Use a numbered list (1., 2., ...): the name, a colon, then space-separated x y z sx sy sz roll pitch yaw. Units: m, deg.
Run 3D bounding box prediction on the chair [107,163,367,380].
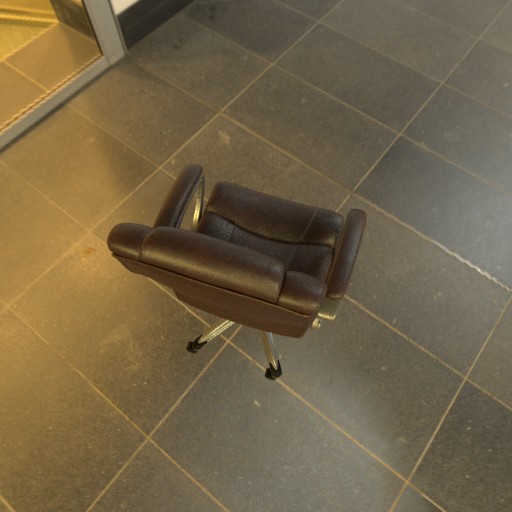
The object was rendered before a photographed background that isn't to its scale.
1. chair: 0.000 0.000 1.566 0.656 1.128 0.692 17 65 8
